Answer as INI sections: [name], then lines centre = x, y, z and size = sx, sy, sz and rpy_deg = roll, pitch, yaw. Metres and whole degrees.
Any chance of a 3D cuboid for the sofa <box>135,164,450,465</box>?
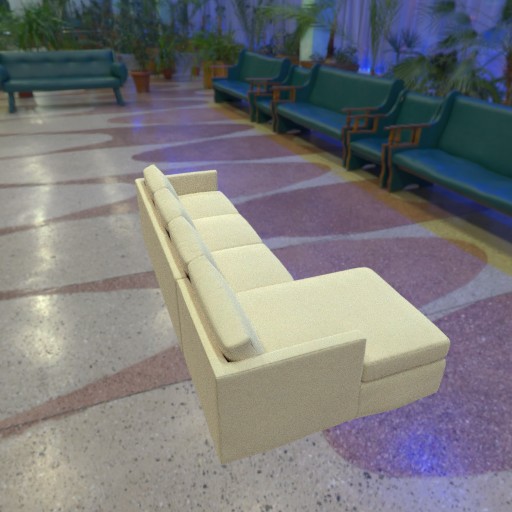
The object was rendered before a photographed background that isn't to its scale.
[sofa]
centre = 0.000, 0.000, 3.951
size = 1.650, 0.922, 3.205
rpy_deg = -11, 32, -18
